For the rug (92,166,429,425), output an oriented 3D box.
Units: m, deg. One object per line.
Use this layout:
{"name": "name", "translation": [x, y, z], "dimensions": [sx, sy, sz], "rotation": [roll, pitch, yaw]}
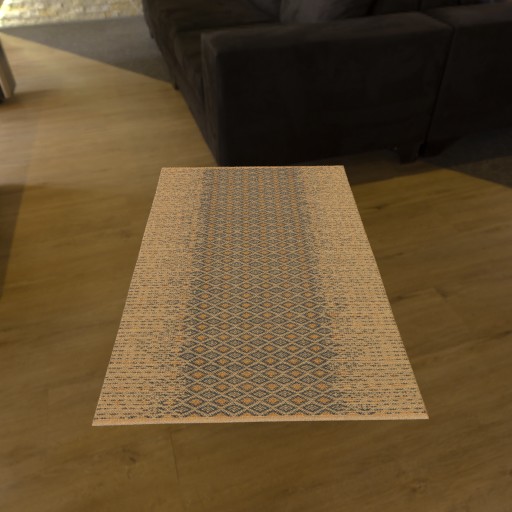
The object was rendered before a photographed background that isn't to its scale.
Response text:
{"name": "rug", "translation": [0.000, 0.000, 2.292], "dimensions": [1.219, 0.005, 1.828], "rotation": [-1, 41, -1]}
